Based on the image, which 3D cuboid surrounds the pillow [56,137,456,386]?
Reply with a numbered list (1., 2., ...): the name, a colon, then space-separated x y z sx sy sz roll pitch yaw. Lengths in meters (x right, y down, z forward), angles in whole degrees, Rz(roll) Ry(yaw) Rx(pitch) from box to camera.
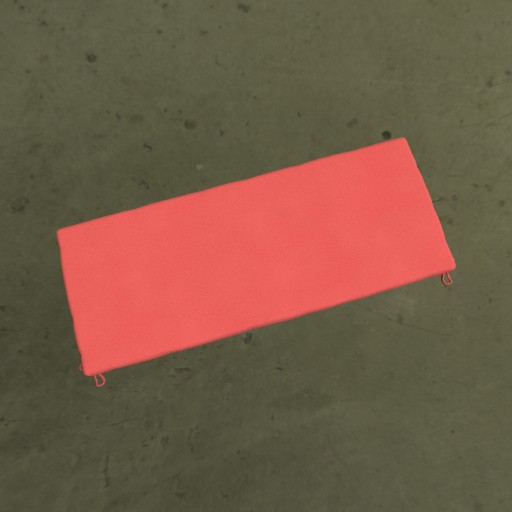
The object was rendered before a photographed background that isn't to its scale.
1. pillow: 0.000 0.000 1.367 1.187 0.081 0.492 -16 77 -4
